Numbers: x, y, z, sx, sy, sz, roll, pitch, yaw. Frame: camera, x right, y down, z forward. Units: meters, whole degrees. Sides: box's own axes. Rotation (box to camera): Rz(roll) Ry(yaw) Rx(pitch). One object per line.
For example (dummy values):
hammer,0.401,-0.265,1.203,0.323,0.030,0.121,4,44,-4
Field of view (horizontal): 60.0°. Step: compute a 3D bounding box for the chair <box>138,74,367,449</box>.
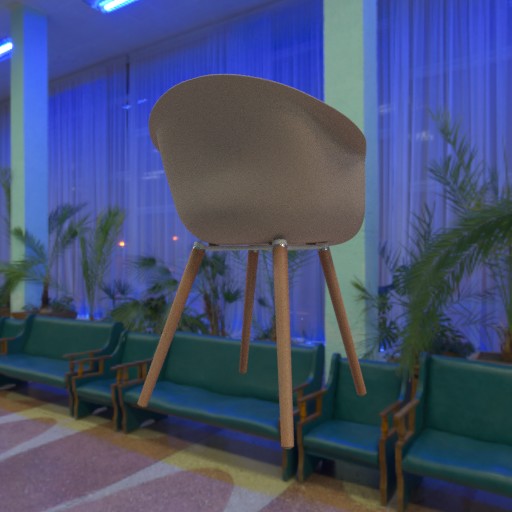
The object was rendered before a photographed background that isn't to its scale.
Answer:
chair,0.000,0.000,1.183,0.593,0.781,0.504,0,0,35
